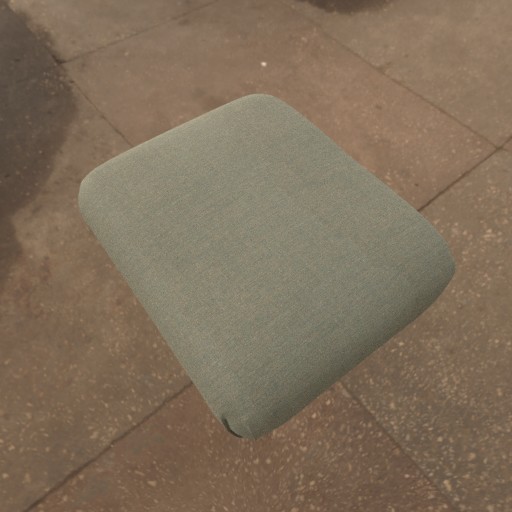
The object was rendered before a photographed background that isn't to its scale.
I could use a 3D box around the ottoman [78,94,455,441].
[{"bbox_3d":[0.000,0.000,1.137,0.622,0.450,0.747,-32,63,-19],"label":"ottoman"}]
